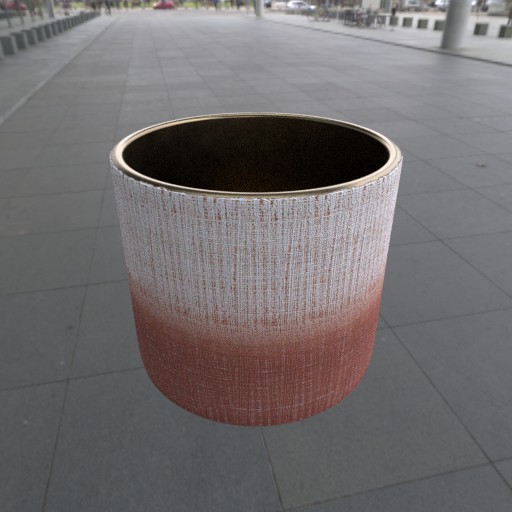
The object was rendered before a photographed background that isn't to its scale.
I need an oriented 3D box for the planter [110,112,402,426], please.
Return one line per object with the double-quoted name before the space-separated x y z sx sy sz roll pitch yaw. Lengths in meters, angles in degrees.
"planter" 0.000 0.000 0.389 0.221 0.201 0.221 0 30 0
